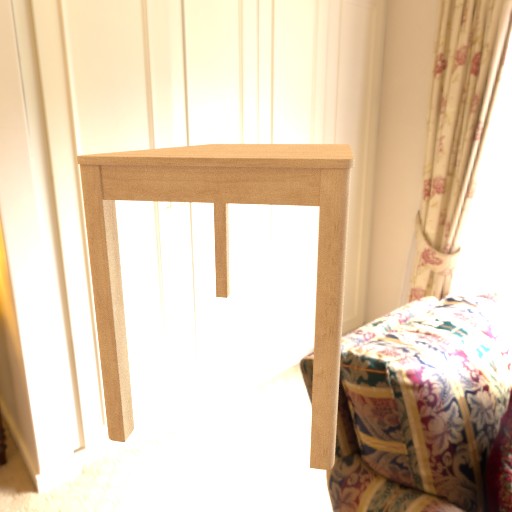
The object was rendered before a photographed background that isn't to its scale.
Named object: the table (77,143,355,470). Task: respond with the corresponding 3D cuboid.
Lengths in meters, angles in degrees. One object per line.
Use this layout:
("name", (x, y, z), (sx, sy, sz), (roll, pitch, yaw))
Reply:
("table", (0.000, 0.000, 1.903), (0.750, 0.900, 1.400), (3, 16, 11))
